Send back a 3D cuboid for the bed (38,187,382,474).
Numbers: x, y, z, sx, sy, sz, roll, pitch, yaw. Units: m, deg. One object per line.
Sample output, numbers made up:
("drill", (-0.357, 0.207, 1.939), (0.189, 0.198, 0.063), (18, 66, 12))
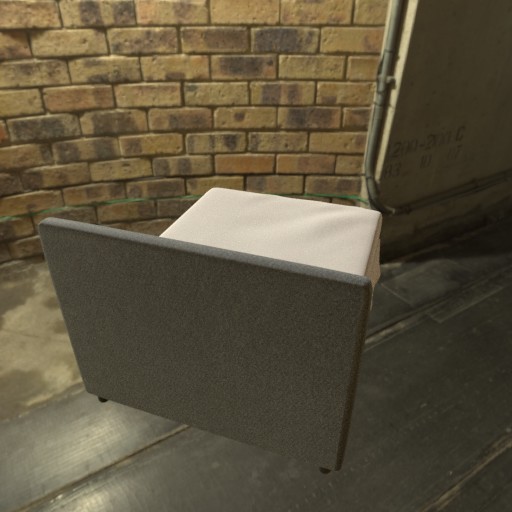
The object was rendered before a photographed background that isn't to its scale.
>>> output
("bed", (0.000, 0.000, 3.156), (1.723, 1.330, 2.142), (11, 34, 16))
